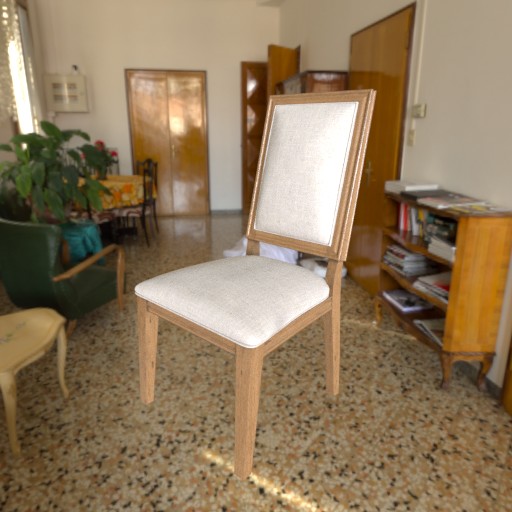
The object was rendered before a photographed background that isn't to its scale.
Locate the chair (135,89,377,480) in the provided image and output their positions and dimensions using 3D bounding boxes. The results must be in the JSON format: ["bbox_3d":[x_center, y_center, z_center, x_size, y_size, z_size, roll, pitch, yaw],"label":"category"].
[{"bbox_3d":[0.000,0.000,1.386,0.536,0.988,0.601,16,22,42],"label":"chair"}]
